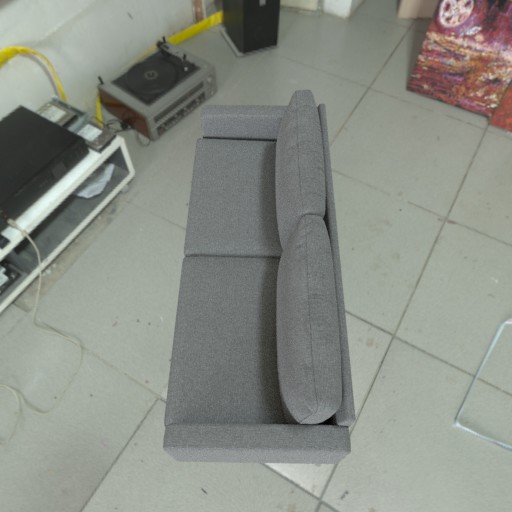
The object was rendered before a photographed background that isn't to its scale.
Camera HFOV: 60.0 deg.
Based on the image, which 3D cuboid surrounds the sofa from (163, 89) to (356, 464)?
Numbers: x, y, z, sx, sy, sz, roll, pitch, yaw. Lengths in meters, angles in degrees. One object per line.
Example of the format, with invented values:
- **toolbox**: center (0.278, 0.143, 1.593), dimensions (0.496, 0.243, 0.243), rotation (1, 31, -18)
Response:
- **sofa**: center (0.000, 0.000, 2.646), dimensions (0.880, 0.880, 2.200), rotation (1, 59, 0)
